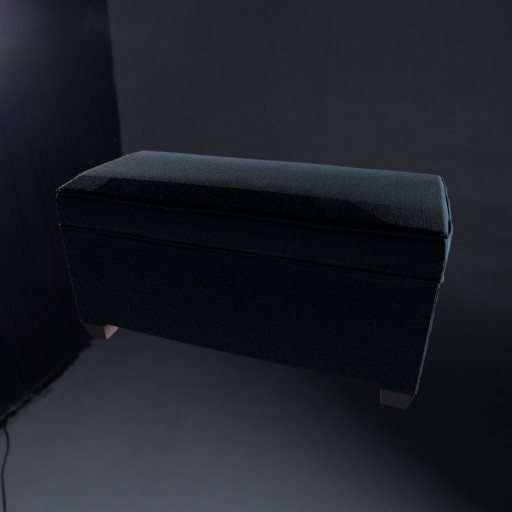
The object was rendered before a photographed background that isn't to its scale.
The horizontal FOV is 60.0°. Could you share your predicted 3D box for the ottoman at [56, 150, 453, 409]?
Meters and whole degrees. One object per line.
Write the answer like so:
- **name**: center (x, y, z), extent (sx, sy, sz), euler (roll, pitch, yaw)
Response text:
- **ottoman**: center (0.000, 0.000, 1.245), extent (0.943, 0.474, 0.474), euler (9, 28, 17)
